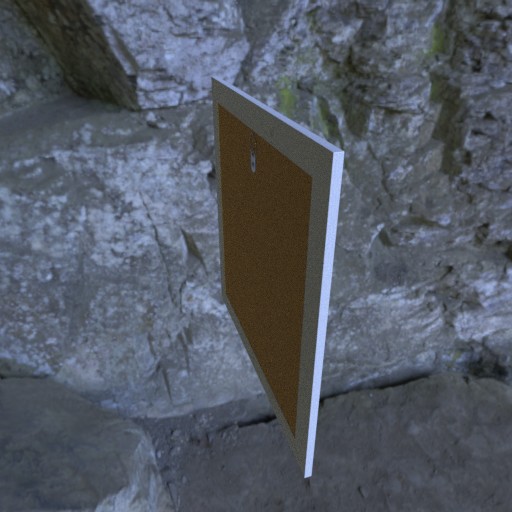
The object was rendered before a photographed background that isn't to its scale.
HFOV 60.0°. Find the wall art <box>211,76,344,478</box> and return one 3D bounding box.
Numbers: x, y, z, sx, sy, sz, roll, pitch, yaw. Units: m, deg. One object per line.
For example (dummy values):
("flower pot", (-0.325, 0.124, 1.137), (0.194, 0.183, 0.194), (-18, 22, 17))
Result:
("wall art", (0.000, 0.000, 0.862), (0.015, 0.577, 0.572), (-9, 31, -16))
